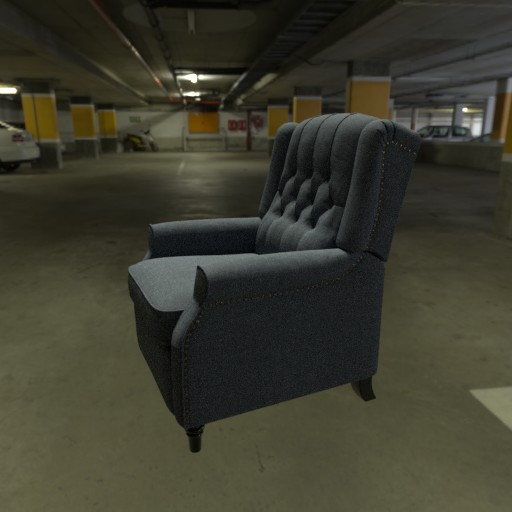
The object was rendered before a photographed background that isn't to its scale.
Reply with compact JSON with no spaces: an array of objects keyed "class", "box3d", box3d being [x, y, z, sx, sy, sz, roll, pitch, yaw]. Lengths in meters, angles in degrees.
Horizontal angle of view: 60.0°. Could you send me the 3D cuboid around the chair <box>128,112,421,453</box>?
[{"class":"chair","box3d":[0.000,0.000,1.669,0.898,1.035,0.742,-7,17,-24]}]
